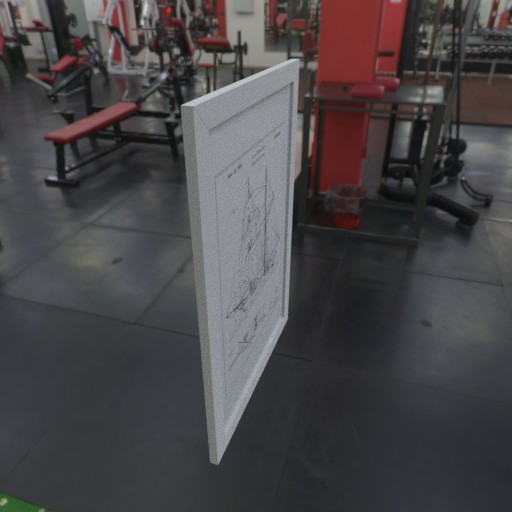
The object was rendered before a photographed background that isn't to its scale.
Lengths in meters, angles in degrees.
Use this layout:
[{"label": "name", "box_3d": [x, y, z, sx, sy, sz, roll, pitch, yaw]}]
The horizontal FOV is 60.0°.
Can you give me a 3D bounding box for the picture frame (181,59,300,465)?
[{"label": "picture frame", "box_3d": [0.000, 0.000, 0.603, 0.011, 0.459, 0.326, 10, 32, 17]}]
